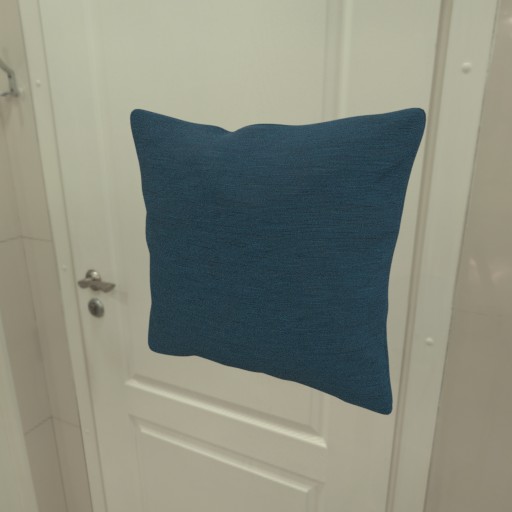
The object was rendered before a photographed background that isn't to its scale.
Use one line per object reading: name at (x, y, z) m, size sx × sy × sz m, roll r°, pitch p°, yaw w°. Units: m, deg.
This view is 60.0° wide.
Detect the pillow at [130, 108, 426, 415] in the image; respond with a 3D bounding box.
pillow at (0.000, 0.000, 0.663) m, size 0.437 × 0.420 × 0.177 m, roll 8°, pitch 19°, yaw 25°
